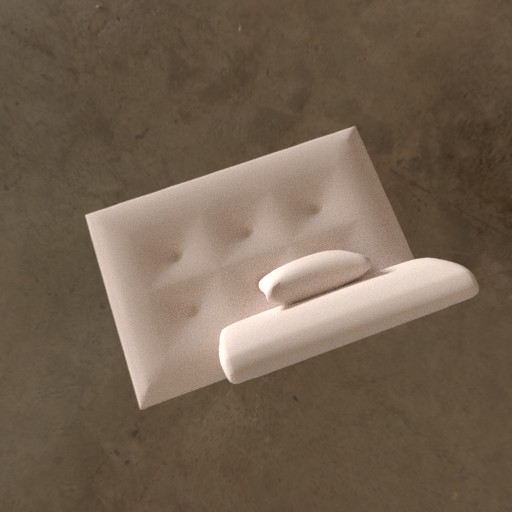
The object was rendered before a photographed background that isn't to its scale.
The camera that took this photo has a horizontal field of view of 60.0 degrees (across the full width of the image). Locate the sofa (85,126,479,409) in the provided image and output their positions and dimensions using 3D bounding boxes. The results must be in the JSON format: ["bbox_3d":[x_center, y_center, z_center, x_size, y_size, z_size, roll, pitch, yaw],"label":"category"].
[{"bbox_3d":[0.000,0.000,2.052,1.450,0.820,1.000,-19,78,-4],"label":"sofa"}]
